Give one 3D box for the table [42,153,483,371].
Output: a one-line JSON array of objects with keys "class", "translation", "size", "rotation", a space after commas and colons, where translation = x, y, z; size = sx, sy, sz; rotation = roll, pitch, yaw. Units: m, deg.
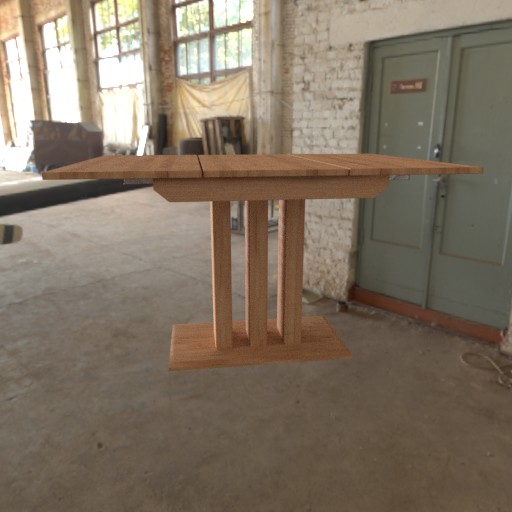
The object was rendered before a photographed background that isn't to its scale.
[{"class": "table", "translation": [0.000, 0.000, 1.819], "size": [1.300, 0.770, 0.900], "rotation": [-2, 16, -8]}]
